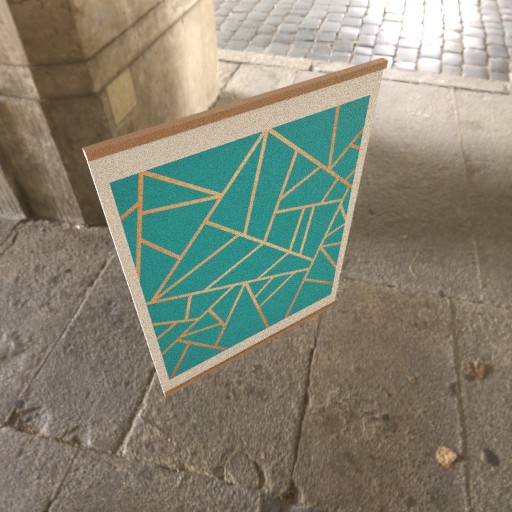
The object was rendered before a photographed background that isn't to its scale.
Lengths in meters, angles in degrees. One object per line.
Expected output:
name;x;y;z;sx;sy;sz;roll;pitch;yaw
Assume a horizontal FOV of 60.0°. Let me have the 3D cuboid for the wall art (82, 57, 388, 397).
wall art;0.000;0.000;0.805;0.459;0.608;0.012;-24;51;-21
